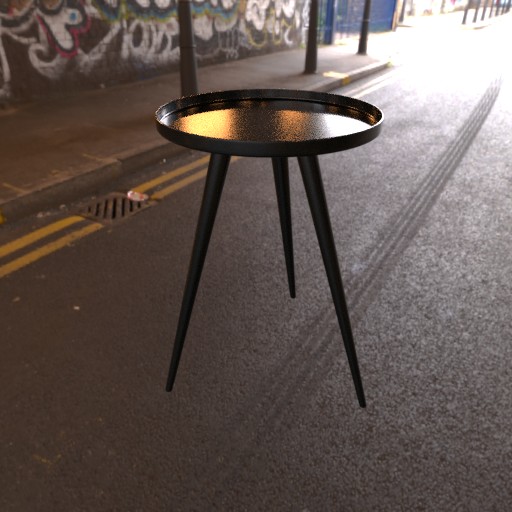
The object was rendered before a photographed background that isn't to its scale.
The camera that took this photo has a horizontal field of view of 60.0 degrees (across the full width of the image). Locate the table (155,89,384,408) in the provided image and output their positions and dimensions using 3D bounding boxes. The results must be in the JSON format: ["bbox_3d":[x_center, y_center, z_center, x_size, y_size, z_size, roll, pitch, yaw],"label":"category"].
[{"bbox_3d":[0.000,0.000,0.860,0.415,0.548,0.403,-10,32,-17],"label":"table"}]
